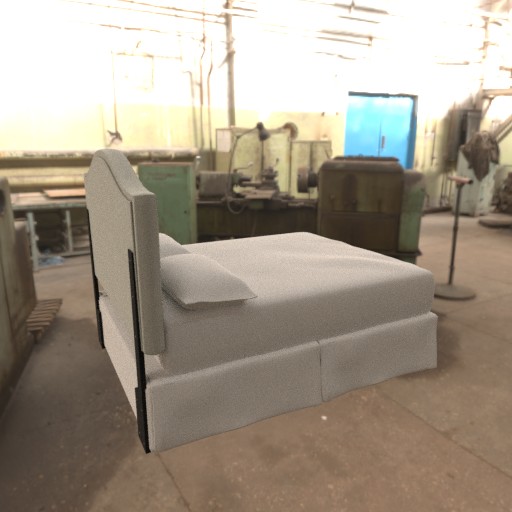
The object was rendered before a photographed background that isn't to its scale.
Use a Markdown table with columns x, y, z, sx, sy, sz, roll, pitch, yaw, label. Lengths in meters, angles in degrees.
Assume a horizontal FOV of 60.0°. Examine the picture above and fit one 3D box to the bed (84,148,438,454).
| x | y | z | sx | sy | sz | roll | pitch | yaw | label |
| --- | --- | --- | --- | --- | --- | --- | --- | --- | --- |
| 0.000 | 0.000 | 3.374 | 2.180 | 1.607 | 1.813 | -8 | 16 | -27 | bed |
